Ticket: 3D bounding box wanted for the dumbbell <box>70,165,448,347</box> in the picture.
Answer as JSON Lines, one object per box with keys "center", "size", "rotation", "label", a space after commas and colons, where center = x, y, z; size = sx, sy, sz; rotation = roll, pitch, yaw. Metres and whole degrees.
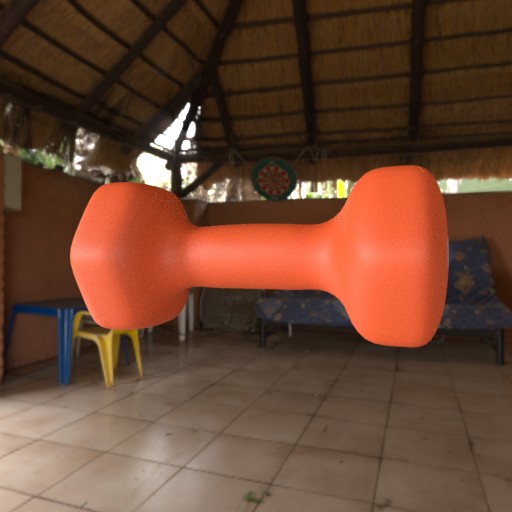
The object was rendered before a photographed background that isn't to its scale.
{"center": [0.000, 0.000, 0.205], "size": [0.162, 0.071, 0.079], "rotation": [0, 0, 19], "label": "dumbbell"}
